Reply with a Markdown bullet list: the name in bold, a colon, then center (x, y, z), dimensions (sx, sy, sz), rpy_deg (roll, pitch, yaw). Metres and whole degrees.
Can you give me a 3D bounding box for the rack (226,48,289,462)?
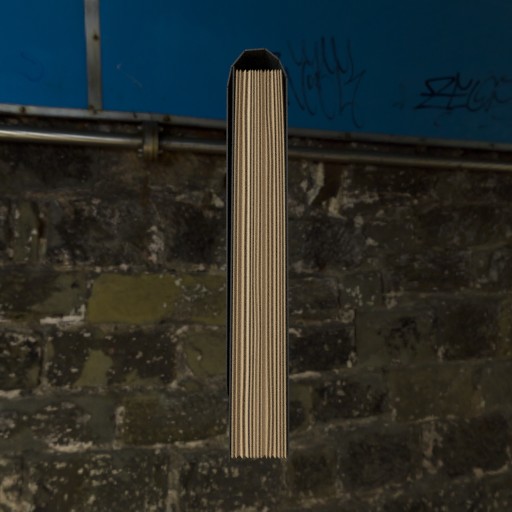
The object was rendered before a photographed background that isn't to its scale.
- **rack**: center (0.000, 0.000, 0.421), dimensions (0.041, 0.241, 0.330), rpy_deg (0, 0, 0)
